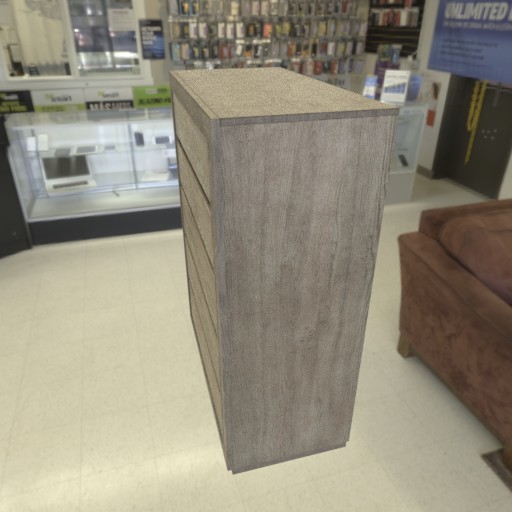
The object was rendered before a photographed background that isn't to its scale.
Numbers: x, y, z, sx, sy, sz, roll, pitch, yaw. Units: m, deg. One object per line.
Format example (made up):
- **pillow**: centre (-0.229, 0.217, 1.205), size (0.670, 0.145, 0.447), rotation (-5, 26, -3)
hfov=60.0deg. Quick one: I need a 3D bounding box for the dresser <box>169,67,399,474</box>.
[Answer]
- **dresser**: centre (0.000, 0.000, 1.781), size (0.483, 1.295, 0.967), rotation (-8, 30, -13)
